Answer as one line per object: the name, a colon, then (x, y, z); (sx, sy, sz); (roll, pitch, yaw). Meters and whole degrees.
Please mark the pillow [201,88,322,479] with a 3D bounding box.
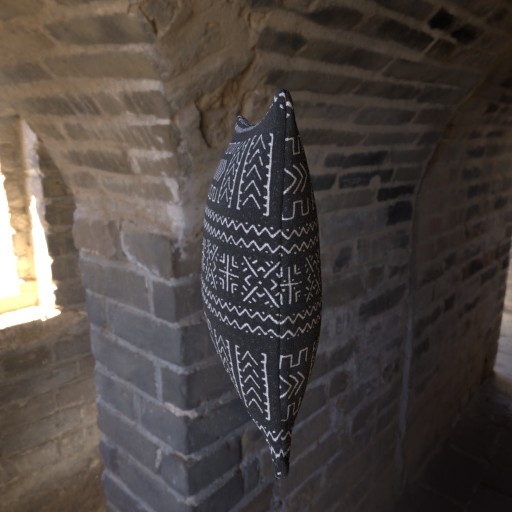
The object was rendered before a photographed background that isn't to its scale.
pillow: (0.000, 0.000, 0.661); (0.164, 0.430, 0.438); (-2, 14, -7)
